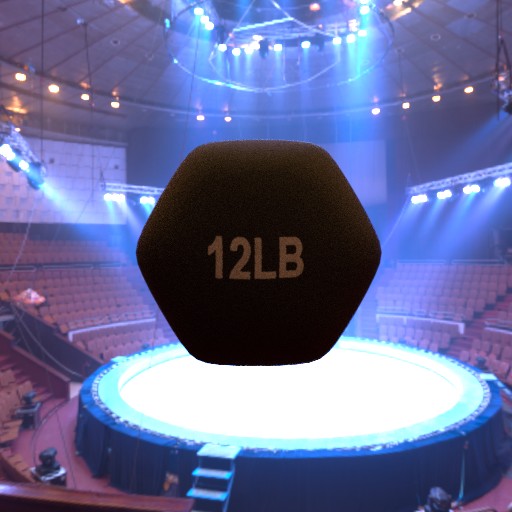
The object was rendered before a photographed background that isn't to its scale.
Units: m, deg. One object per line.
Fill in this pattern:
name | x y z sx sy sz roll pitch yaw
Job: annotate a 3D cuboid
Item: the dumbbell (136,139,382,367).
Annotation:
dumbbell | 0.000 0.000 0.295 0.112 0.101 0.231 0 -1 0
